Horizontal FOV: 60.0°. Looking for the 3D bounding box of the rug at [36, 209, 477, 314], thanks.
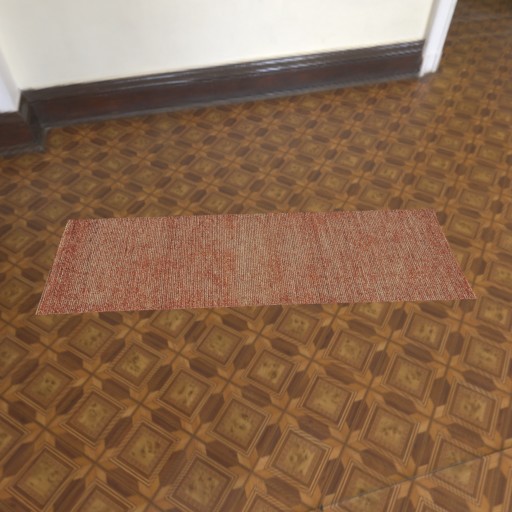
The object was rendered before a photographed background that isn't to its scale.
[{"bbox_3d":[0.000,0.000,2.590,2.353,0.013,0.718,-2,48,-2],"label":"rug"}]
